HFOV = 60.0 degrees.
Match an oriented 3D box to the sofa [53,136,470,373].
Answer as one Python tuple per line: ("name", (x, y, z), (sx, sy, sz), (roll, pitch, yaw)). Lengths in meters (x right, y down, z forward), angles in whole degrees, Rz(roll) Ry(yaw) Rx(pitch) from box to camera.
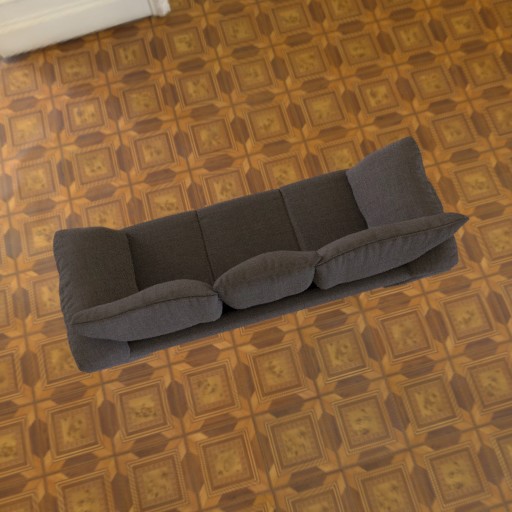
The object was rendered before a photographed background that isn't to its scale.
("sofa", (0.000, 0.000, 2.823), (2.336, 1.080, 0.883), (-15, 75, -4))
